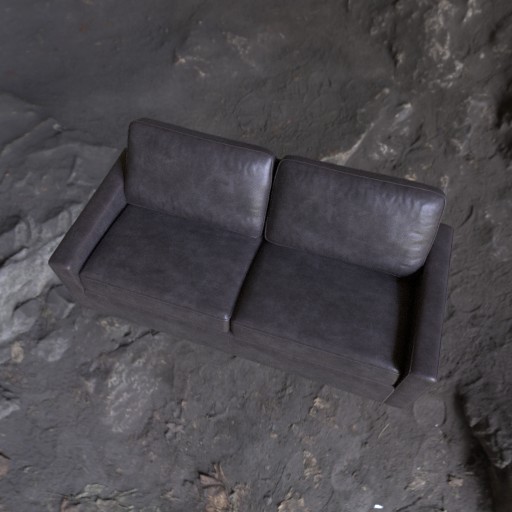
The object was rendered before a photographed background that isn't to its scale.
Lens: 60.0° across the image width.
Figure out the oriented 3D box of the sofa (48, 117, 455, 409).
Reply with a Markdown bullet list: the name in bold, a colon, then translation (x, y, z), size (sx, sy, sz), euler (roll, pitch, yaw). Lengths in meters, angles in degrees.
- **sofa**: translation (0.000, 0.000, 2.523), size (2.081, 0.916, 0.939), euler (16, 59, 10)
